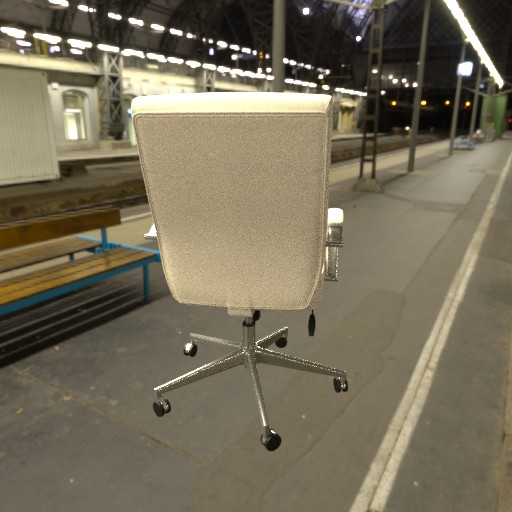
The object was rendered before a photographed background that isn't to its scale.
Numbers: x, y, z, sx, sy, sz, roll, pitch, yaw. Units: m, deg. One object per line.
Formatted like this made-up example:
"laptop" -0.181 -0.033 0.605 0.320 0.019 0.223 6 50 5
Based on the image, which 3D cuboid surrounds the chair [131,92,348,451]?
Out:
"chair" 0.000 0.000 1.632 0.727 1.099 0.745 3 17 9
